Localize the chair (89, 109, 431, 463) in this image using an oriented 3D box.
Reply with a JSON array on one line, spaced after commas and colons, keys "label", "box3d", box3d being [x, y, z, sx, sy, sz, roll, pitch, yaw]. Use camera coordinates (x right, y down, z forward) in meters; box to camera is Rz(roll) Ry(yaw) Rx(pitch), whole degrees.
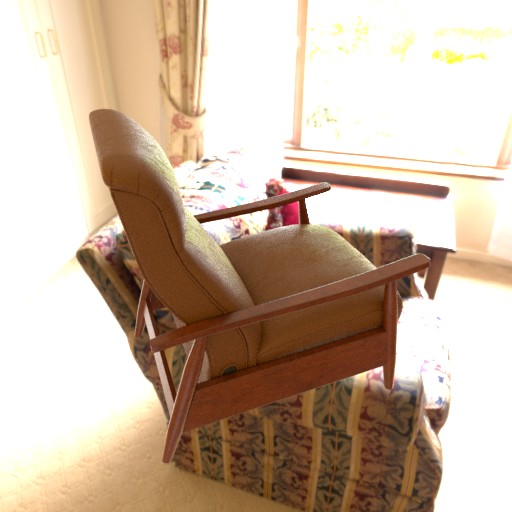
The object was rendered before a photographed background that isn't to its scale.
[{"label": "chair", "box3d": [0.000, 0.000, 1.713, 1.014, 1.082, 0.762, -11, 33, -18]}]
